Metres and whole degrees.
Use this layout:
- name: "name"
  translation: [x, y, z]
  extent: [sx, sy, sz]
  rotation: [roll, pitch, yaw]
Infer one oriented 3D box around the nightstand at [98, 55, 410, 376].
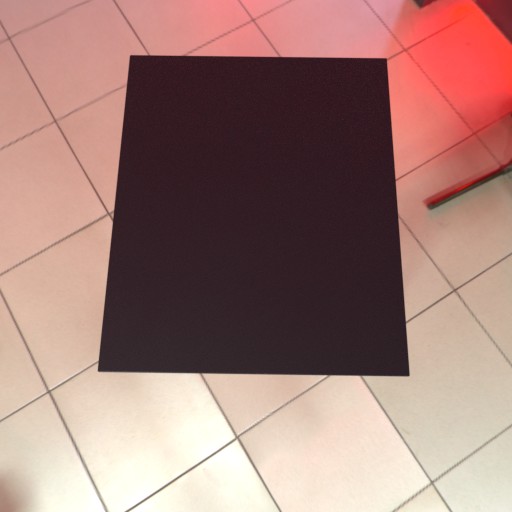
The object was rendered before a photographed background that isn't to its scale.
- name: "nightstand"
  translation: [0.000, 0.000, 0.930]
  extent: [0.402, 0.623, 0.479]
  rotation: [1, 75, 0]
